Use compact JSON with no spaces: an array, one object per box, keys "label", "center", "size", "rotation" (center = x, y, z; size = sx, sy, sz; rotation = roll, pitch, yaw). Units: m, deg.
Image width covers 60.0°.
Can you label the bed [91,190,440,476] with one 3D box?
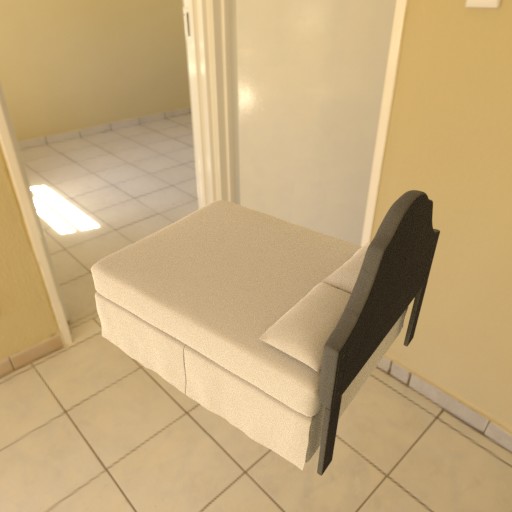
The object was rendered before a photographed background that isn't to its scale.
[{"label":"bed","center":[0.000,0.000,3.330],"size":[2.155,1.575,1.636],"rotation":[22,38,31]}]
